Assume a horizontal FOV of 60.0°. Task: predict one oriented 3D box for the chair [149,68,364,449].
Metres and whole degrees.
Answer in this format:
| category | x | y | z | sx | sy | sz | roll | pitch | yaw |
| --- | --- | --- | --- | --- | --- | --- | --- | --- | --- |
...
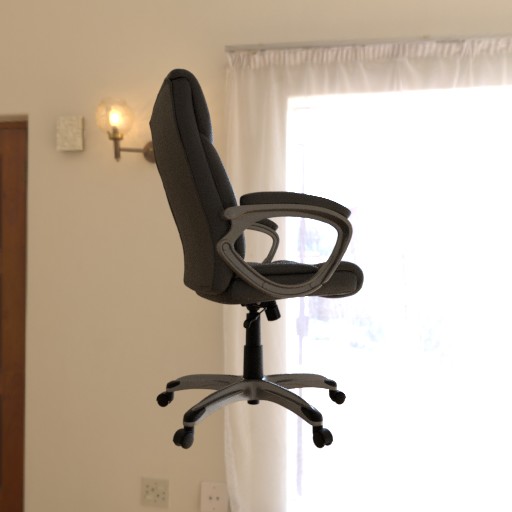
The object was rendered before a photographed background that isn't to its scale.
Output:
| category | x | y | z | sx | sy | sz | roll | pitch | yaw |
| --- | --- | --- | --- | --- | --- | --- | --- | --- | --- |
| chair | 0.000 | 0.000 | 1.596 | 0.719 | 1.130 | 0.721 | 0 | -1 | -18 |
